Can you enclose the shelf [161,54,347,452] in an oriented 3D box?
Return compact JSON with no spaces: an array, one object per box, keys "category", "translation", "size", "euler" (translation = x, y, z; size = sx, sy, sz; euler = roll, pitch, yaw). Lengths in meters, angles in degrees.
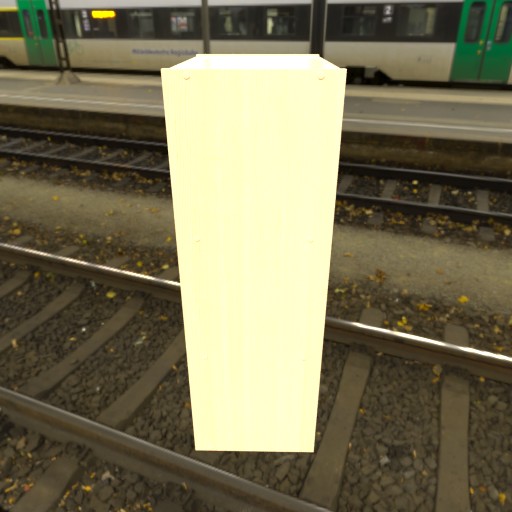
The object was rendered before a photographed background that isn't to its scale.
[{"category":"shelf","translation":[0.000,0.000,1.083],"size":[0.292,0.876,0.417],"euler":[1,27,1]}]
